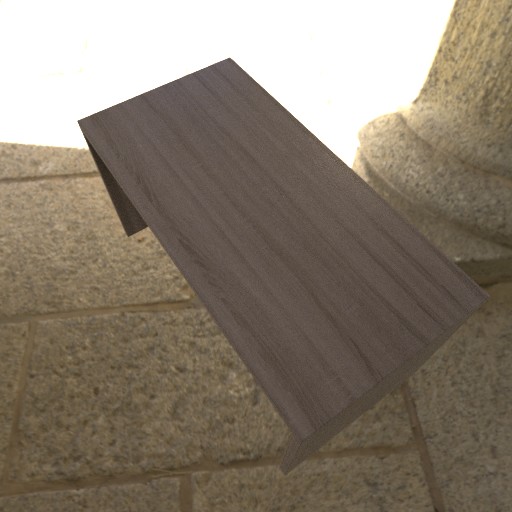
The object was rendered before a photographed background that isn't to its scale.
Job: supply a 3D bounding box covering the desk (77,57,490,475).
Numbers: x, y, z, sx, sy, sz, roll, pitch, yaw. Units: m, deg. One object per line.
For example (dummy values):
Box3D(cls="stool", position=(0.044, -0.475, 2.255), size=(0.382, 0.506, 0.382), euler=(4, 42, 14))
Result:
Box3D(cls="desk", position=(0.000, 0.000, 1.790), size=(0.690, 0.745, 1.380), euler=(-31, 63, -18))
